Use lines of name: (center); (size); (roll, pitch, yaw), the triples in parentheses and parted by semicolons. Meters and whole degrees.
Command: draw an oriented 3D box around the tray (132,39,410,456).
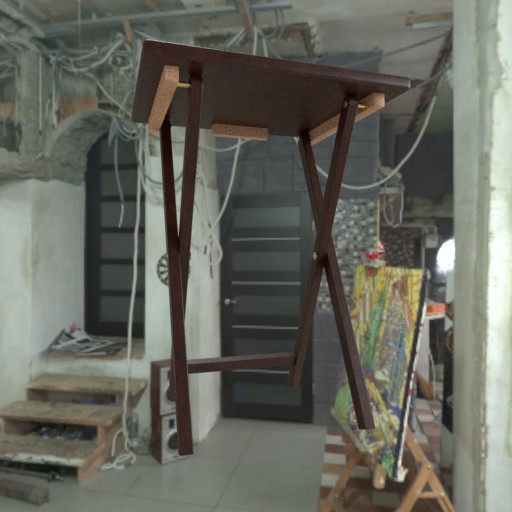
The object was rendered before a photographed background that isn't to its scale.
tray: (0.000, 0.000, 0.924); (0.483, 0.660, 0.381); (0, 0, -18)
